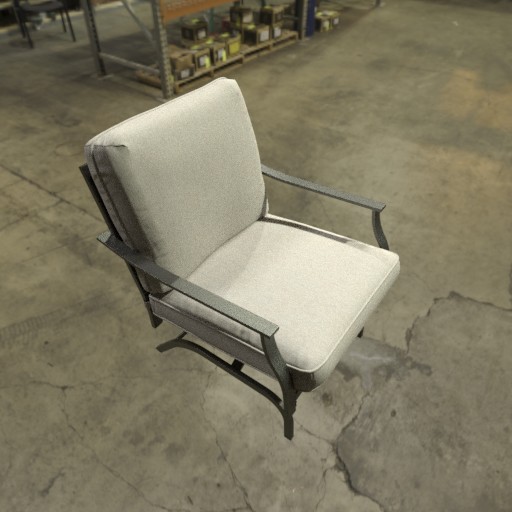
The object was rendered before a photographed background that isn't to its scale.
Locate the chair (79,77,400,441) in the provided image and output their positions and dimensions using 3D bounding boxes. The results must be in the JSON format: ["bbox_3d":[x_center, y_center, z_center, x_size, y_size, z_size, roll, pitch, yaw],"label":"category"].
[{"bbox_3d":[0.000,0.000,1.420,0.787,0.860,0.650,26,48,26],"label":"chair"}]
